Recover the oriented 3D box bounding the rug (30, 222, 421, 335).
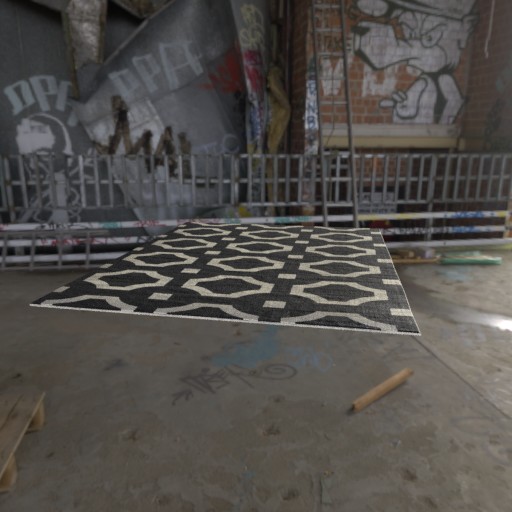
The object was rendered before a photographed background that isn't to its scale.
[{"bbox_3d":[0.000,0.000,4.145,2.466,0.021,3.049,3,15,11],"label":"rug"}]
